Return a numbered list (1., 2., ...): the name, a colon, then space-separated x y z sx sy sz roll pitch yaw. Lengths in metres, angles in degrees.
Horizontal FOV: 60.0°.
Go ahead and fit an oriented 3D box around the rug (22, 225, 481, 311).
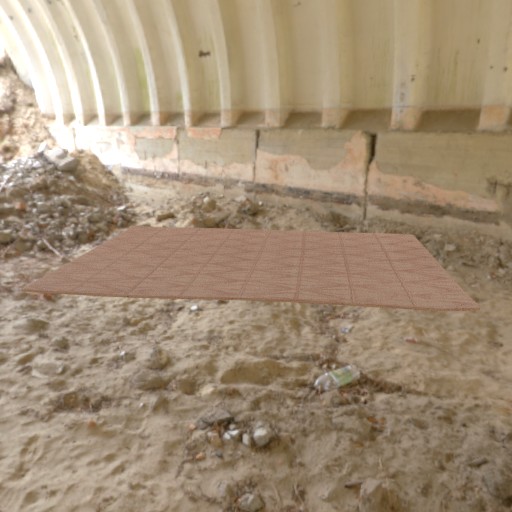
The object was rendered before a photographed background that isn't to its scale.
1. rug: 0.000 0.000 2.315 1.837 0.025 1.230 2 17 7
